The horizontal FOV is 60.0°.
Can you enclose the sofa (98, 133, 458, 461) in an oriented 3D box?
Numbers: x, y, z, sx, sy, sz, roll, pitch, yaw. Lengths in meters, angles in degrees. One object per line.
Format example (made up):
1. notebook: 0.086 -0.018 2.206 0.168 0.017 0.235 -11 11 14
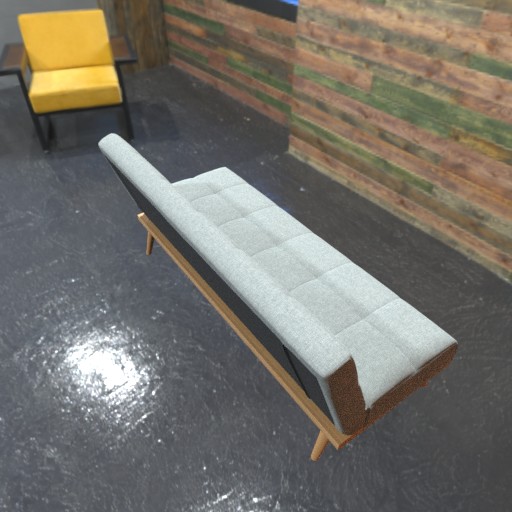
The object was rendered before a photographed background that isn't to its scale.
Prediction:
1. sofa: 0.000 0.000 2.186 0.800 0.800 1.820 -25 46 -26
